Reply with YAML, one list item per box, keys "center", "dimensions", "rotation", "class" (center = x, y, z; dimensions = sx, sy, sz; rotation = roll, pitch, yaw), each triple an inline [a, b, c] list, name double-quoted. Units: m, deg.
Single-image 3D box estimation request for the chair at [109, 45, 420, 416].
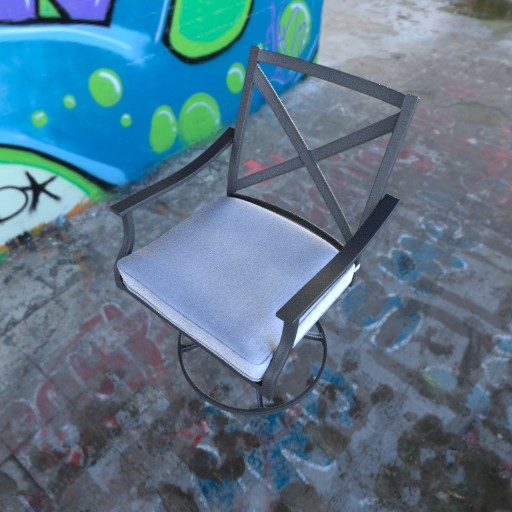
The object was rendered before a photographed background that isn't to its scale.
- center: [0.000, 0.000, 1.272]
  dimensions: [0.575, 0.889, 0.620]
  rotation: [30, 53, 26]
  class: "chair"
